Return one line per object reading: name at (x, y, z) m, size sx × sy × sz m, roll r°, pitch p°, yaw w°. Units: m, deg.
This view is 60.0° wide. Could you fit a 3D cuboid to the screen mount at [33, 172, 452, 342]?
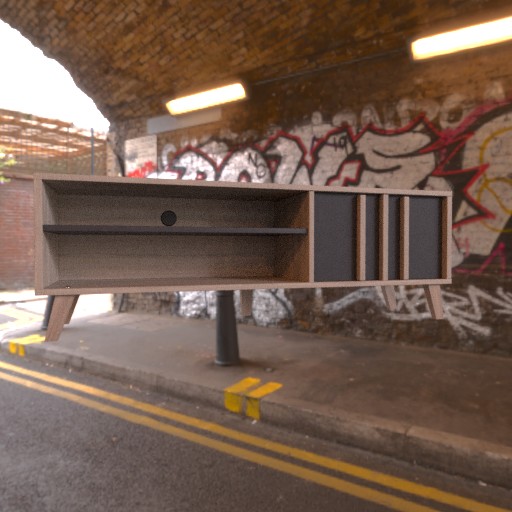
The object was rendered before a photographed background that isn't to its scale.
screen mount at (0.000, 0.000, 1.727) m, size 1.500 × 0.509 × 0.401 m, roll 0°, pitch 1°, yaw -17°
